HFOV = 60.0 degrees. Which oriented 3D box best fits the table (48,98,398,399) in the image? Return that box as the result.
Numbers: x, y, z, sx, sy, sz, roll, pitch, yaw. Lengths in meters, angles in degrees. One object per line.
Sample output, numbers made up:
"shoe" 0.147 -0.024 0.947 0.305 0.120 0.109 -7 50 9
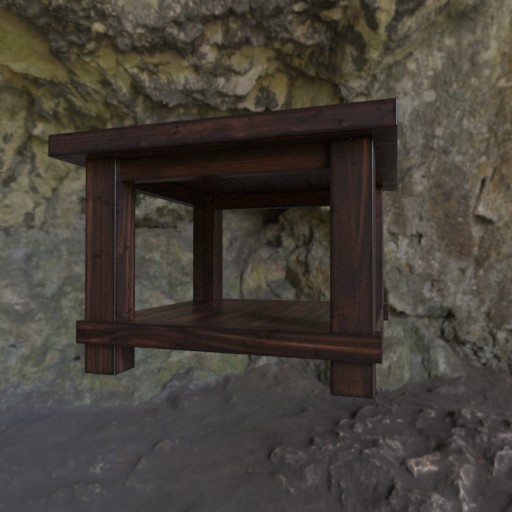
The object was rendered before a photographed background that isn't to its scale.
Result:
"table" 0.000 0.000 0.994 0.606 0.437 0.593 0 -1 18
